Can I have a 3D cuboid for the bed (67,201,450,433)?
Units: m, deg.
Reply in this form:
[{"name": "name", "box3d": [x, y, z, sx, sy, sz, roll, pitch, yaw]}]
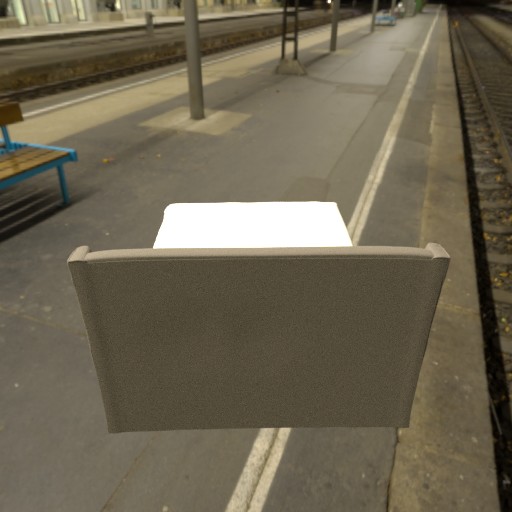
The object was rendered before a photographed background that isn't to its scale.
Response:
[{"name": "bed", "box3d": [0.000, 0.000, 3.470, 1.925, 1.332, 2.276, -1, 30, -1]}]
